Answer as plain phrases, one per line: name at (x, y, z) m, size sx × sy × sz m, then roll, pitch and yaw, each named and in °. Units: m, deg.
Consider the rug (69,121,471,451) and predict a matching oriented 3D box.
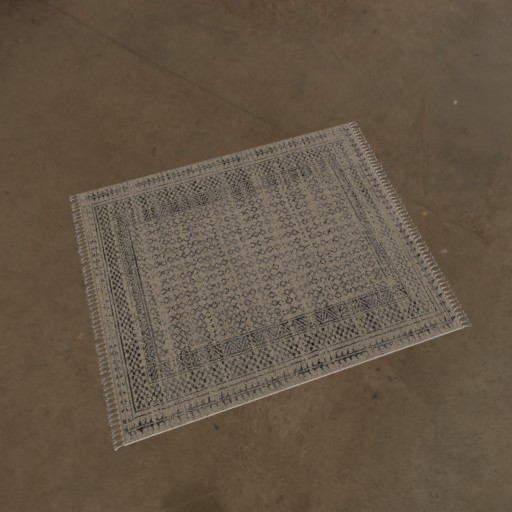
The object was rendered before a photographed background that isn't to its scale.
rug at (0.000, 0.000, 3.860) m, size 2.940 × 0.013 × 2.312 m, roll -17°, pitch 65°, yaw -8°
